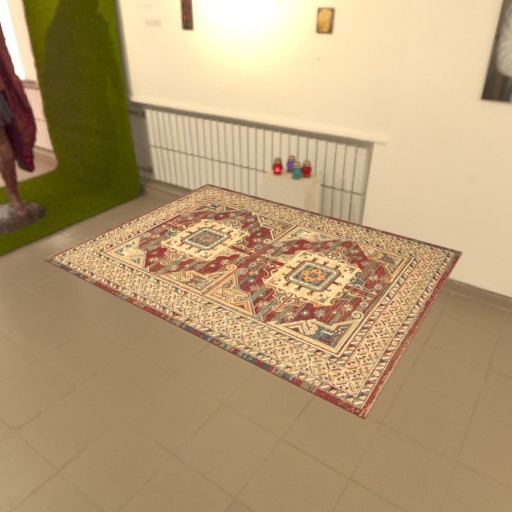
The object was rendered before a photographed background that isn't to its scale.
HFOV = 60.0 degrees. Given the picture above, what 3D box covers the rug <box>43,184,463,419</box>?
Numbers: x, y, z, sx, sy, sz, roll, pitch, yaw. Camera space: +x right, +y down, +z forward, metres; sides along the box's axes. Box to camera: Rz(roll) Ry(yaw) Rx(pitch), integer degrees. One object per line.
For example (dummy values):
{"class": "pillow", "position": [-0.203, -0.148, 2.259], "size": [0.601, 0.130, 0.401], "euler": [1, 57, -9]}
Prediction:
{"class": "rug", "position": [0.000, 0.000, 4.209], "size": [3.197, 0.013, 2.381], "euler": [19, 35, 30]}
